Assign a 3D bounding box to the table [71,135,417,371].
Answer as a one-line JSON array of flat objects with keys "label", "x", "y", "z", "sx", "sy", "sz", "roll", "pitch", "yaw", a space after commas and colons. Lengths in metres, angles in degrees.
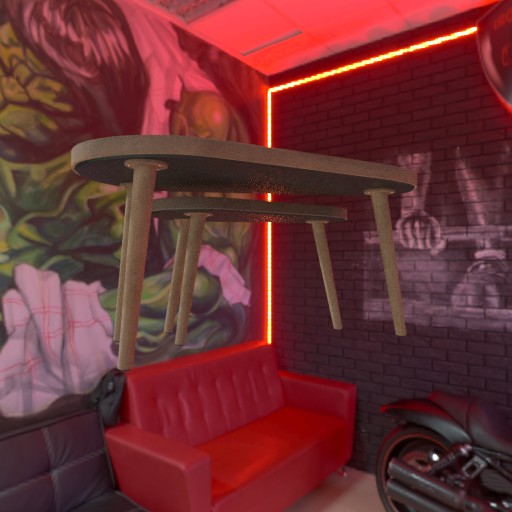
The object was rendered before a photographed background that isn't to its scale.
[{"label": "table", "x": 0.000, "y": 0.000, "z": 1.551, "sx": 1.190, "sy": 0.595, "sz": 0.701, "roll": 0, "pitch": -1, "yaw": -19}]
